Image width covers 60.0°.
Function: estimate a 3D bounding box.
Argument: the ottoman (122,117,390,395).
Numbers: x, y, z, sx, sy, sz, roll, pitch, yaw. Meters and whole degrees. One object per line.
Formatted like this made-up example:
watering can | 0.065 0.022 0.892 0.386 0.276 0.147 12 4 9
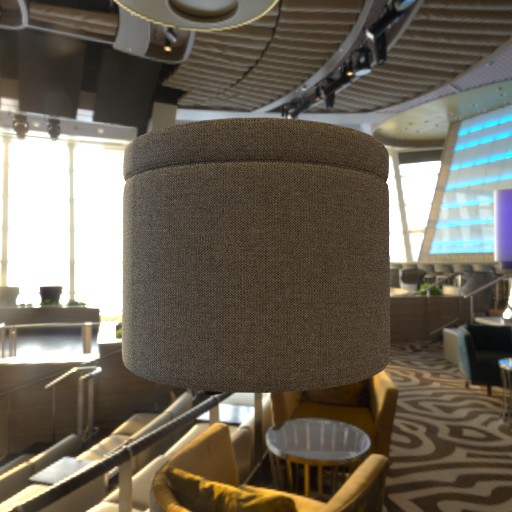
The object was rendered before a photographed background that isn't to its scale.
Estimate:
ottoman | 0.000 0.000 0.865 0.500 0.419 0.500 0 -1 0
